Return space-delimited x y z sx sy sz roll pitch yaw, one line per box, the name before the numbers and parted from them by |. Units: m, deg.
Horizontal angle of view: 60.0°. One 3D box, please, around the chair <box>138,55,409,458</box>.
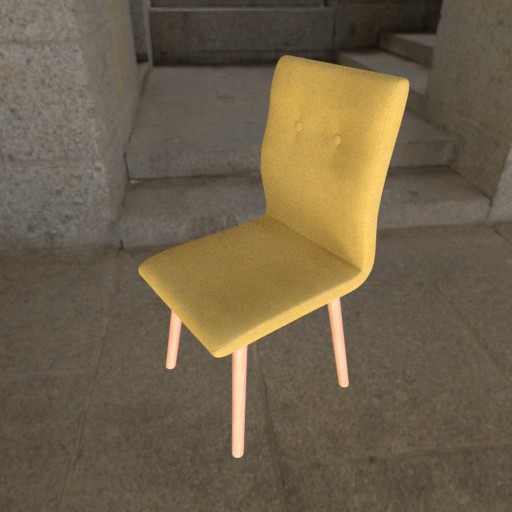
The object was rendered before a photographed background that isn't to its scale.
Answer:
chair | 0.000 0.000 1.268 0.550 0.965 0.450 -22 38 -30
